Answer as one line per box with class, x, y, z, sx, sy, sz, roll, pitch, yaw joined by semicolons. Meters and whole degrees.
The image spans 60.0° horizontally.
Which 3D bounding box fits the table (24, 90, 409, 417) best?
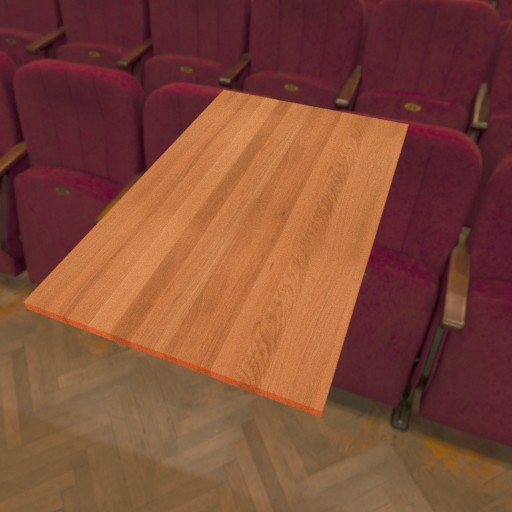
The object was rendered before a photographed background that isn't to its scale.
table;0.000;0.000;1.451;0.700;0.510;1.100;16;49;15
